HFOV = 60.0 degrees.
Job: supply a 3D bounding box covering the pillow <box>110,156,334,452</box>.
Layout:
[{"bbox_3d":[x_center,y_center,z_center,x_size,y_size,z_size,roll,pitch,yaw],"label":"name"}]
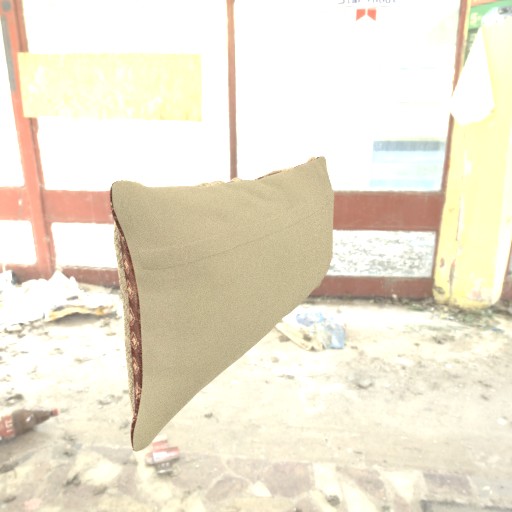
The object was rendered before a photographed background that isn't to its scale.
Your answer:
[{"bbox_3d":[0.000,0.000,0.706,0.161,0.295,0.608,8,18,26],"label":"pillow"}]
